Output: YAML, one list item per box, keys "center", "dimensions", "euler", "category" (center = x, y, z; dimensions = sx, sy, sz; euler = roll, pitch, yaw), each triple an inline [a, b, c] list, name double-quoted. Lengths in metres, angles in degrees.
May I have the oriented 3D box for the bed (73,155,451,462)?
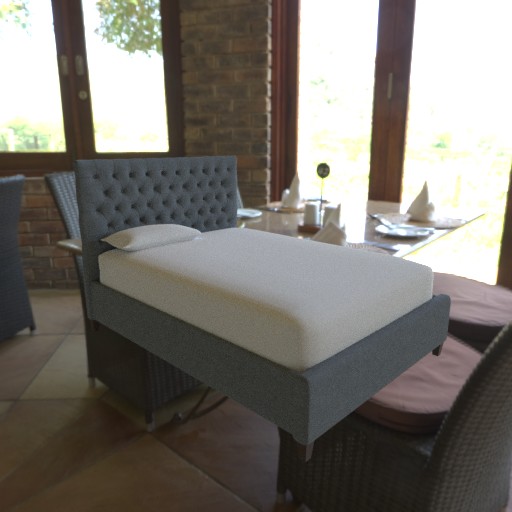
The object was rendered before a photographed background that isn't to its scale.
- center: [0.000, 0.000, 3.361]
  dimensions: [2.335, 1.411, 1.698]
  euler: [14, 20, 43]
  category: "bed"
